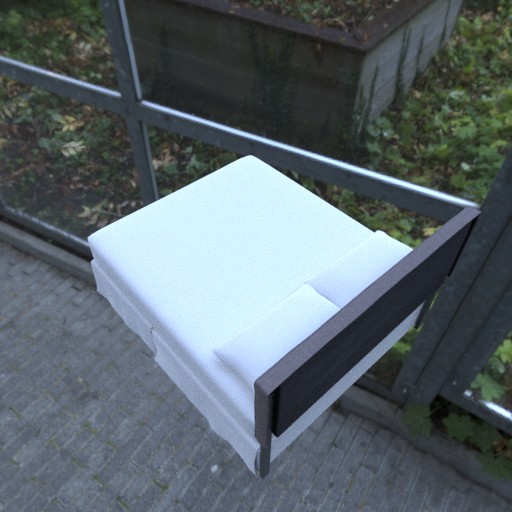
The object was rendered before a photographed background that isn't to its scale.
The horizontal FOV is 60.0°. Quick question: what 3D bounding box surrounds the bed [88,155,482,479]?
[{"bbox_3d":[0.000,0.000,2.880,1.610,1.089,1.894,-33,55,-27],"label":"bed"}]
